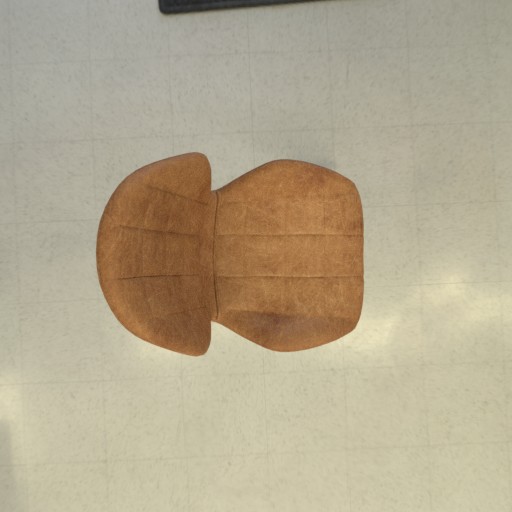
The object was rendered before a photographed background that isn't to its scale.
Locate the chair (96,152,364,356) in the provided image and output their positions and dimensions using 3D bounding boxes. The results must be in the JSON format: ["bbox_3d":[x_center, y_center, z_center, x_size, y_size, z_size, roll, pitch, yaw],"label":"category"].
[{"bbox_3d":[0.000,0.000,1.323,0.640,0.929,0.527,0,89,-1],"label":"chair"}]
